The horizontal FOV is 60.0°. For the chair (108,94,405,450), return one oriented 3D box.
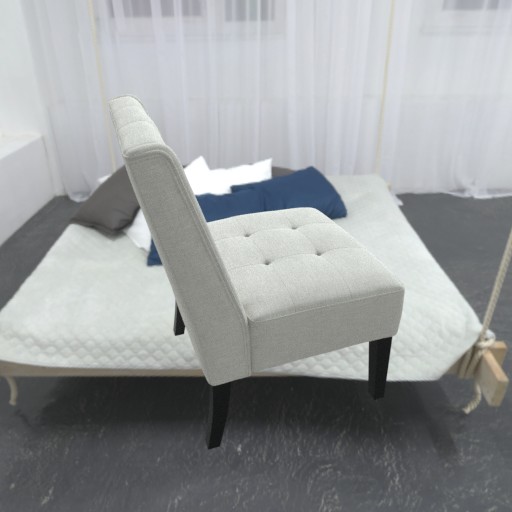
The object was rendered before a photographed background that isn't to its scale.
[{"bbox_3d":[0.000,0.000,1.289,0.676,0.853,0.569,-10,31,-17],"label":"chair"}]
